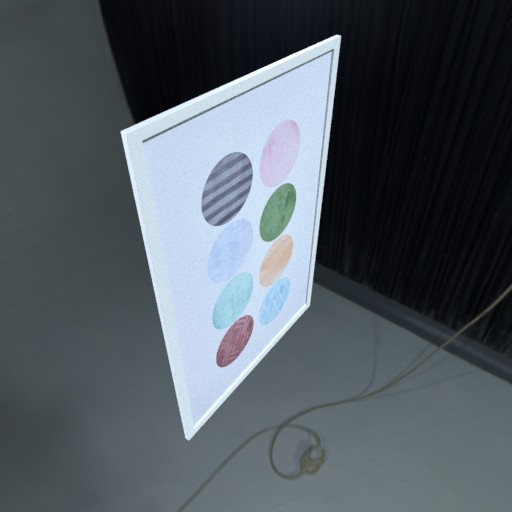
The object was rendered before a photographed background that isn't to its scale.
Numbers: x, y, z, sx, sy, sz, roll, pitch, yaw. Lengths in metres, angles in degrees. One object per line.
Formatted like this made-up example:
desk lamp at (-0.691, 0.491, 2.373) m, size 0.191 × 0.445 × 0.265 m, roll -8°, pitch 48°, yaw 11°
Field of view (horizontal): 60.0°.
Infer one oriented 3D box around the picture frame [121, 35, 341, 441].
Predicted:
picture frame at (0.000, 0.000, 1.167) m, size 0.013 × 0.940 × 0.659 m, roll 26°, pitch 47°, yaw 27°
